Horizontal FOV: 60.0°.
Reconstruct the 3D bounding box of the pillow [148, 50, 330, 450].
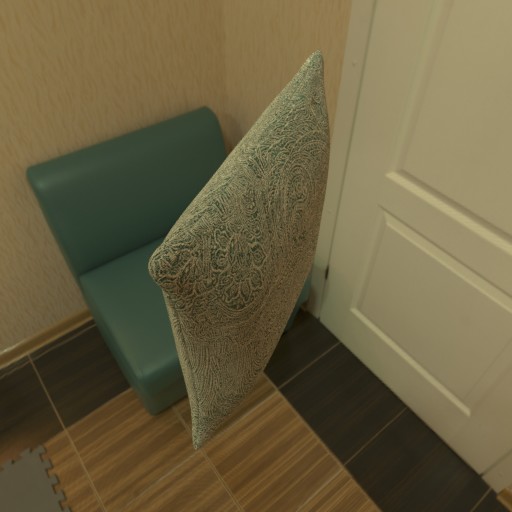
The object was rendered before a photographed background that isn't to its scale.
[{"bbox_3d":[0.000,0.000,0.766,0.166,0.507,0.526,18,50,15],"label":"pillow"}]
